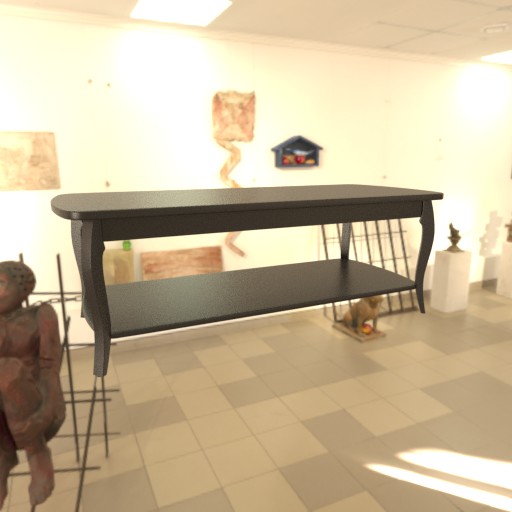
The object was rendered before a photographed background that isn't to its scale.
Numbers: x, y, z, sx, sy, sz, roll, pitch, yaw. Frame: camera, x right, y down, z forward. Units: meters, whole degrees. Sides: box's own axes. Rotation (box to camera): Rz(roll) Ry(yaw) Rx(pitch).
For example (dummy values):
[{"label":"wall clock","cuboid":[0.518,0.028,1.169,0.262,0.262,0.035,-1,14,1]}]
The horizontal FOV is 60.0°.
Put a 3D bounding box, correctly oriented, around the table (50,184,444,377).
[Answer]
[{"label":"table","cuboid":[0.000,0.000,1.627,1.333,0.457,0.571,-6,14,-24]}]
